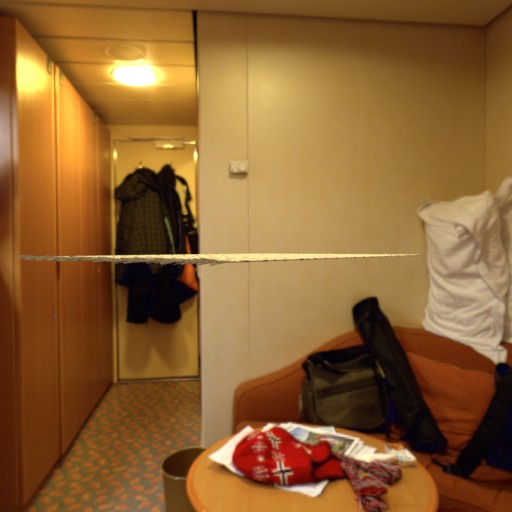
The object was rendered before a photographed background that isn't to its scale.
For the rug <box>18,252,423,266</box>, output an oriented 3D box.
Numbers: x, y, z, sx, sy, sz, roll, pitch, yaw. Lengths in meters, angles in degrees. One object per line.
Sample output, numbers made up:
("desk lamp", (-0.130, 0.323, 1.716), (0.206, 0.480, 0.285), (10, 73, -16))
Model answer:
("rug", (0.000, 0.000, 2.987), (1.495, 0.035, 2.472), (1, 1, 37))
